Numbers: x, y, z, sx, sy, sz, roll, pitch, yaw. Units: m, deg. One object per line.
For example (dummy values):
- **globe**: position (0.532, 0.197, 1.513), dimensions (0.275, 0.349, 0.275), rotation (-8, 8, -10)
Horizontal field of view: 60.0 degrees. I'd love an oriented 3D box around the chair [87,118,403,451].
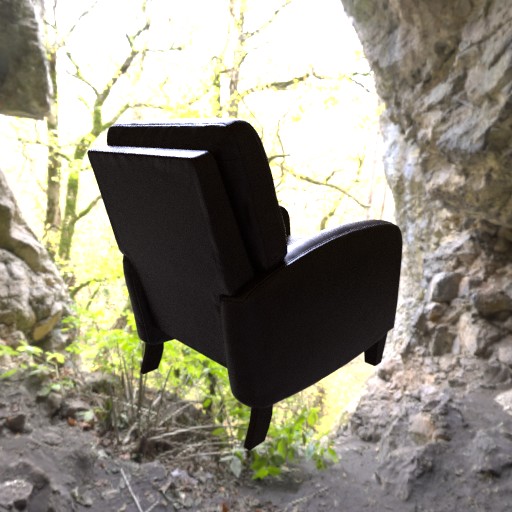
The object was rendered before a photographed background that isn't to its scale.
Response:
- **chair**: position (0.000, 0.000, 1.698), dimensions (0.990, 0.990, 0.762), rotation (-15, 22, -42)
